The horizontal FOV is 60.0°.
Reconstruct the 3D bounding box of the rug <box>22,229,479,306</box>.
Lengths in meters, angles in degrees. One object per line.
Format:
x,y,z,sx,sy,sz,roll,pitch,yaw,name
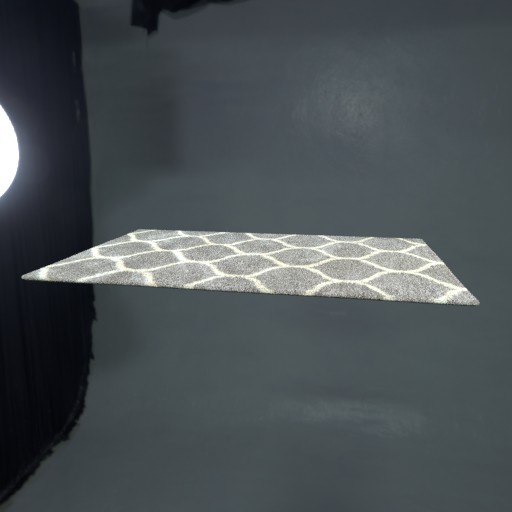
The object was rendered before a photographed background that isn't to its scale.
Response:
0.000,0.000,2.934,2.348,0.025,1.501,2,14,10,rug
